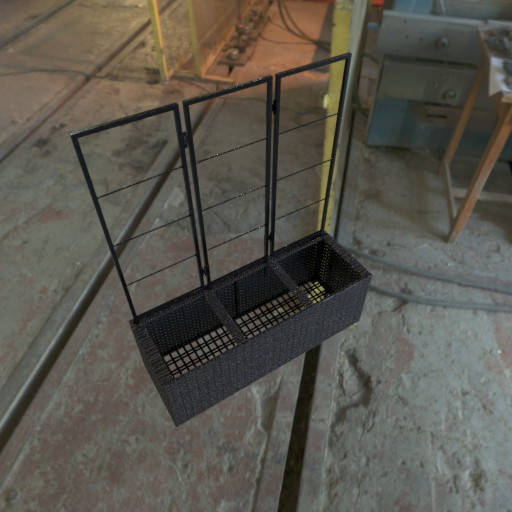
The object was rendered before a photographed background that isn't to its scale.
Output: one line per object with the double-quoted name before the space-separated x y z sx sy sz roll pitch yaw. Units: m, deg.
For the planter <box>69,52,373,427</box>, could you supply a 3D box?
"planter" 0.000 0.000 1.175 0.699 0.841 0.244 -25 51 -22
